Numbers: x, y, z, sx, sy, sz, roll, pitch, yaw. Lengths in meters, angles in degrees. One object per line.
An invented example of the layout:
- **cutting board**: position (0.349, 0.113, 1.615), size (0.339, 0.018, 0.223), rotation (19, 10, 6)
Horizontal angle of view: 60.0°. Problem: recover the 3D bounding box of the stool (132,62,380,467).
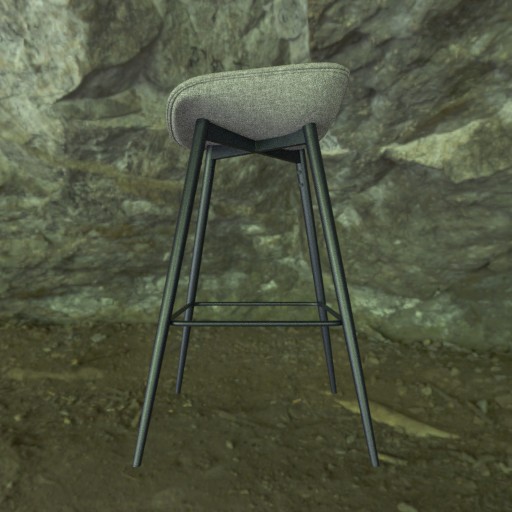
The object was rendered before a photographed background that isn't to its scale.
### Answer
- **stool**: position (0.000, 0.000, 1.088), size (0.480, 0.814, 0.469), rotation (0, 0, 0)
